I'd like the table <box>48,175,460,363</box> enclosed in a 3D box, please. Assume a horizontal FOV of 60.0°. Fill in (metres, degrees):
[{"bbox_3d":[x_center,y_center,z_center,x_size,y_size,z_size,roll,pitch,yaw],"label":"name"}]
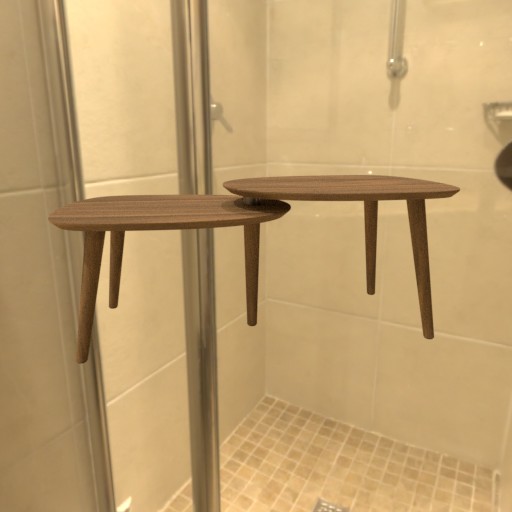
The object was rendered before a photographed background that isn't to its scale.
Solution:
[{"bbox_3d":[0.000,0.000,1.327,1.084,0.429,0.527,-2,15,-8],"label":"table"}]
